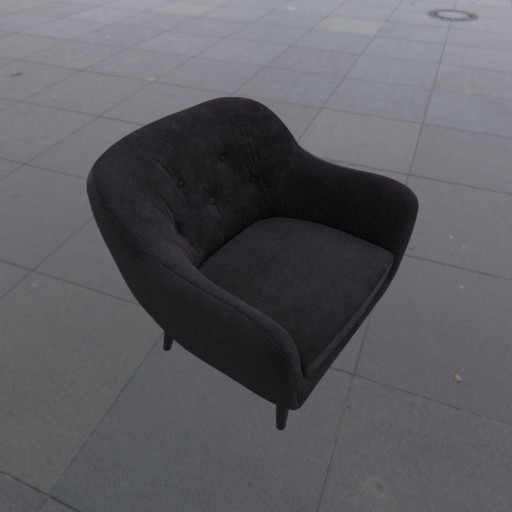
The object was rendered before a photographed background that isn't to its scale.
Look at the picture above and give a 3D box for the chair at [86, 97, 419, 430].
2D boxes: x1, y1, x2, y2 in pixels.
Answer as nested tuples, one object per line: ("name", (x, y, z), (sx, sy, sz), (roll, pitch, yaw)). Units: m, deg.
("chair", (0.000, 0.000, 1.532), (0.819, 0.807, 0.840), (26, 47, 27))
